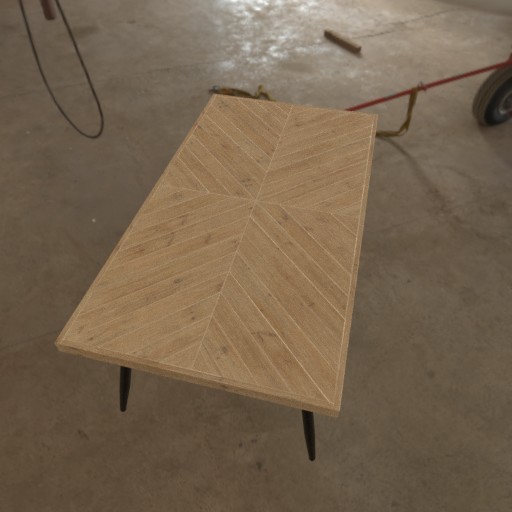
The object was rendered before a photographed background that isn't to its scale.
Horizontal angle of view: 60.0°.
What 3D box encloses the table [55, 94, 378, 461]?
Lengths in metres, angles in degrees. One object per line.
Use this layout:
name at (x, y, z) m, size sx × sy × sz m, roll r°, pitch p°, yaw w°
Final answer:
table at (0.000, 0.000, 2.328) m, size 0.991 × 0.762 × 1.803 m, roll 11°, pitch 49°, yaw 9°
